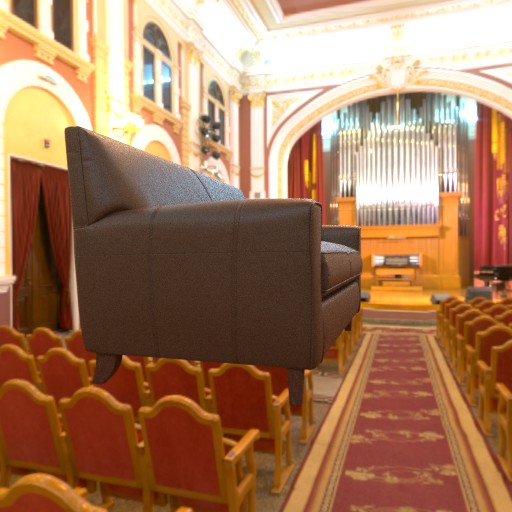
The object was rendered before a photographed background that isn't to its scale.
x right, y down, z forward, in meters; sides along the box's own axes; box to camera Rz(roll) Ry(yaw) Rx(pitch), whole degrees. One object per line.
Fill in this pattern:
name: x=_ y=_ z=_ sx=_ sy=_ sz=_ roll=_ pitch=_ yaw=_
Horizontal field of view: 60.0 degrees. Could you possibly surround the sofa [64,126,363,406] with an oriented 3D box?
sofa: x=0.000 y=0.000 z=2.016 sx=0.853 sy=0.859 sz=1.468 roll=0 pitch=0 yaw=18
